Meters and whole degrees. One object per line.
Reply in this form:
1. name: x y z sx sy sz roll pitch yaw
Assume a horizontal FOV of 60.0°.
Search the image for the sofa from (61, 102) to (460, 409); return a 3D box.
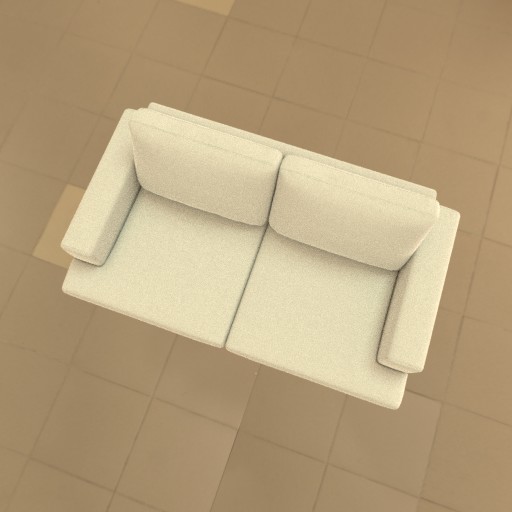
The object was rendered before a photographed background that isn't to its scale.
1. sofa: 0.000 0.000 2.103 1.650 0.810 0.920 19 76 5
